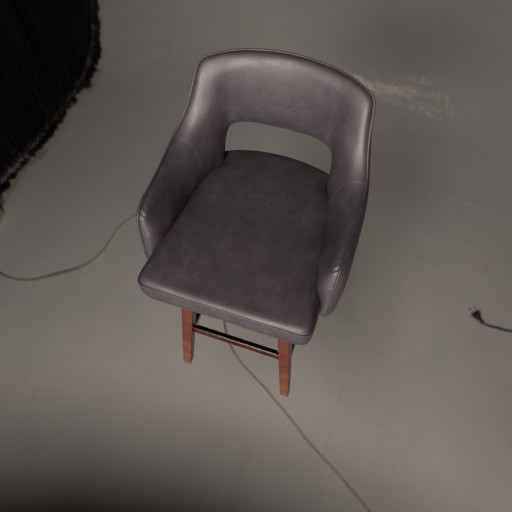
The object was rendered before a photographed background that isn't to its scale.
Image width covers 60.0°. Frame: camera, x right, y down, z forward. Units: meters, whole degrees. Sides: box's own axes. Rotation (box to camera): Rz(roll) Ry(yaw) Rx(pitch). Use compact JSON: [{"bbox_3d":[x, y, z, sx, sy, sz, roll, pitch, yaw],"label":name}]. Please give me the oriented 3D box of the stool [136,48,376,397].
[{"bbox_3d":[0.000,0.000,1.370,0.550,1.041,0.560,16,61,9],"label":"stool"}]
